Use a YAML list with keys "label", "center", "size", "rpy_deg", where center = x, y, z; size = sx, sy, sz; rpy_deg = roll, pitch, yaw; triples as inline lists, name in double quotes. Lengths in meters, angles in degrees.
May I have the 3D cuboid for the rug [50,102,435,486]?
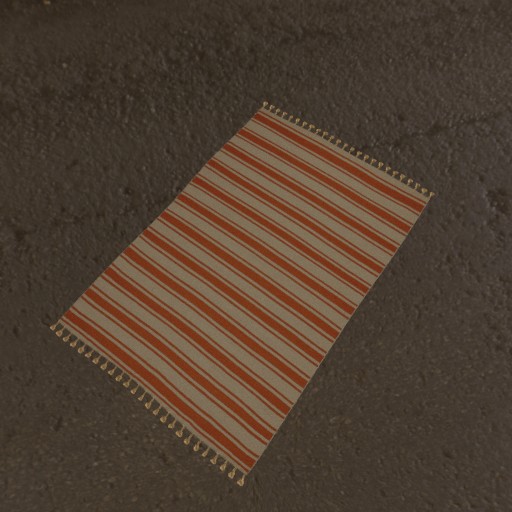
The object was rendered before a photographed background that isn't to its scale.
- label: "rug"
  center: [0.000, 0.000, 3.095]
  size: [1.556, 0.022, 2.433]
  rpy_deg: [34, 69, 14]
